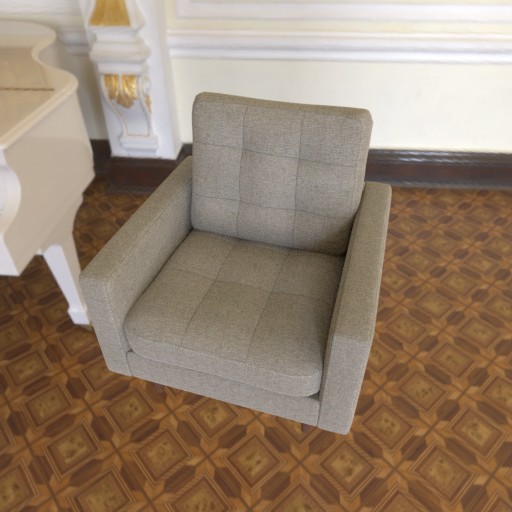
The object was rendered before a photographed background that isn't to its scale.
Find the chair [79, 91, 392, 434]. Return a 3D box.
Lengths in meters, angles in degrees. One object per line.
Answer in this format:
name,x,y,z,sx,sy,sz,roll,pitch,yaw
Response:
chair,0.000,0.000,1.515,0.821,0.880,0.843,11,41,13
